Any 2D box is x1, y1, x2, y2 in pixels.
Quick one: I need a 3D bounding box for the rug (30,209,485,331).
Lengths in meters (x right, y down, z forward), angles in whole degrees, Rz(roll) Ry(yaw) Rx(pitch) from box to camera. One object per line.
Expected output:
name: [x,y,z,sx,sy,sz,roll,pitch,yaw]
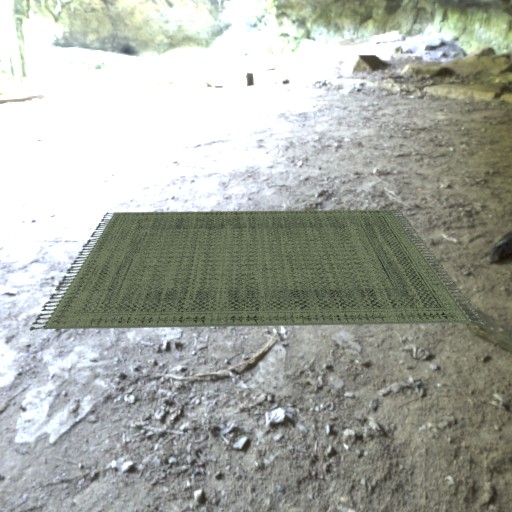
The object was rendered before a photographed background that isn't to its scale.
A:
rug: [0.000,0.000,3.049,2.486,0.013,1.548,-1,29,-1]
